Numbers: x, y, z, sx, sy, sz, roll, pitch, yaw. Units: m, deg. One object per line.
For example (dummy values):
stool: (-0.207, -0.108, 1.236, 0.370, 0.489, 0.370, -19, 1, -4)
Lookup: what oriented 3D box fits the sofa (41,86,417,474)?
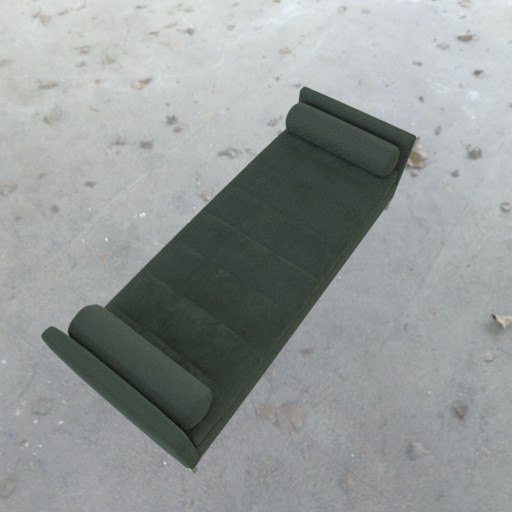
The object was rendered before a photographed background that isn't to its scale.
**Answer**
sofa: (0.000, 0.000, 2.477, 0.797, 0.657, 2.102, 32, 63, 19)
